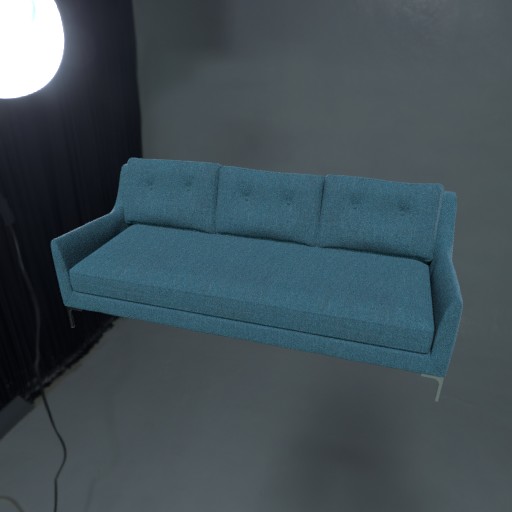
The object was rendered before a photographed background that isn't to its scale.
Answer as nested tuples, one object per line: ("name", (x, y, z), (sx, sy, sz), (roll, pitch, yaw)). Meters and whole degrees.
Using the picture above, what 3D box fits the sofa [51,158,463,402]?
("sofa", (0.000, 0.000, 2.480), (2.060, 0.837, 0.849), (8, 28, 15))
